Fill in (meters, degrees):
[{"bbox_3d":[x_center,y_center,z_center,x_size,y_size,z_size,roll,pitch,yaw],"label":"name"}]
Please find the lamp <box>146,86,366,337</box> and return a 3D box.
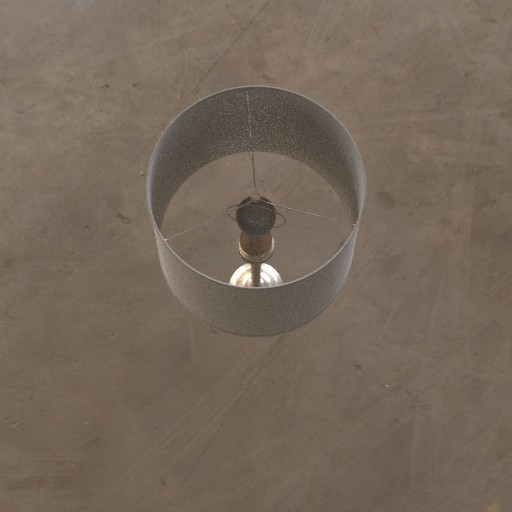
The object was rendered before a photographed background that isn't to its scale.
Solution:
[{"bbox_3d":[0.000,0.000,0.864,0.331,0.698,0.331,0,75,0],"label":"lamp"}]
